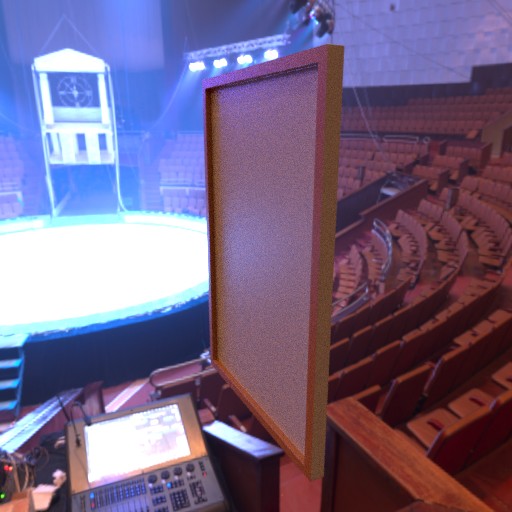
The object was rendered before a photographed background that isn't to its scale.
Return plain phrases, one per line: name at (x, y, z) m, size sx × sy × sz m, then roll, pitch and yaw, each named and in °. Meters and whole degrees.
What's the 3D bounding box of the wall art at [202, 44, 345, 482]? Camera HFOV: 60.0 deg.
wall art at (0.000, 0.000, 1.157) m, size 0.037 × 0.916 × 0.610 m, roll -8°, pitch 17°, yaw -26°
